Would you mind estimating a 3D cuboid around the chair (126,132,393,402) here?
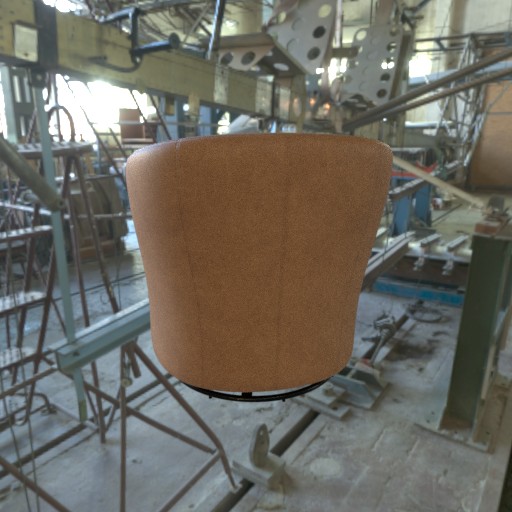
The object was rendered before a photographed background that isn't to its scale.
[{"bbox_3d":[0.000,0.000,1.454,0.791,0.771,0.815,-3,15,-10],"label":"chair"}]
